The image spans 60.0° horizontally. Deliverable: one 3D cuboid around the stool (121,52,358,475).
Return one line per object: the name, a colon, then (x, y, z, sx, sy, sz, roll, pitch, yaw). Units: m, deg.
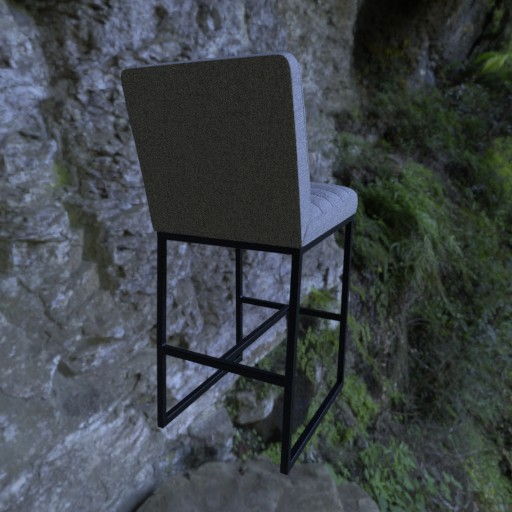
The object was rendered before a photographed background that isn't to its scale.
stool: (0.000, 0.000, 1.337, 0.459, 1.034, 0.571, 8, 17, 27)
